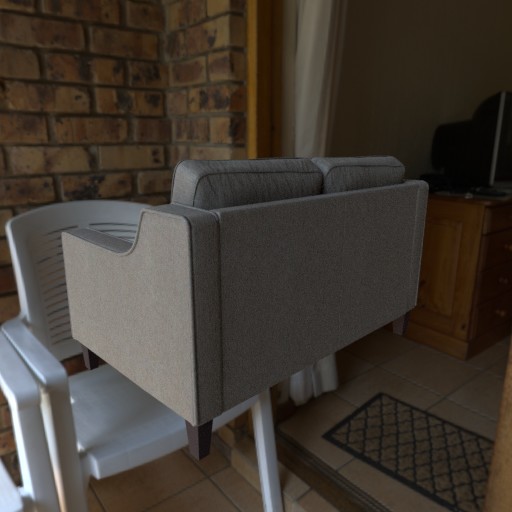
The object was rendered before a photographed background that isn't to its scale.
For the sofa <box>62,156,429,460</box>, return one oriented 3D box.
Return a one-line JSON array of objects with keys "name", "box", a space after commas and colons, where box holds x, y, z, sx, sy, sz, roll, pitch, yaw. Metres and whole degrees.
[{"name": "sofa", "box": [0.000, 0.000, 2.160, 1.503, 0.981, 0.985, -14, 21, -43]}]
